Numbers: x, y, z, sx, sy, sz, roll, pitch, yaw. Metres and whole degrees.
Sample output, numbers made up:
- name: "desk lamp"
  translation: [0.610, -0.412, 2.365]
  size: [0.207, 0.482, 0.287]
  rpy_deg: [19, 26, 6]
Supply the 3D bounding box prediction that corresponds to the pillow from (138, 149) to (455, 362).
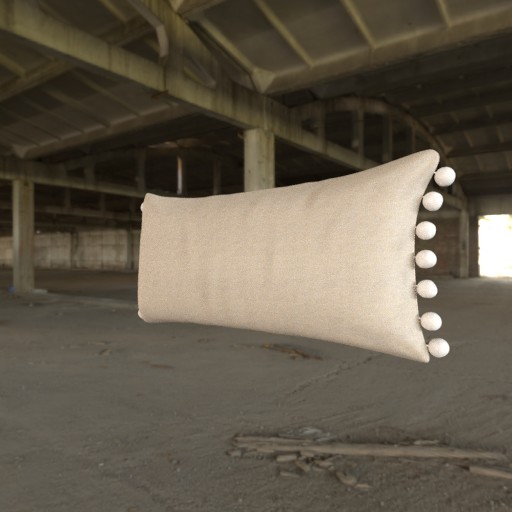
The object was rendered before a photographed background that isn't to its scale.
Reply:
- name: "pillow"
  translation: [0.000, 0.000, 0.854]
  size: [0.709, 0.322, 0.201]
  rpy_deg: [0, 0, 36]
